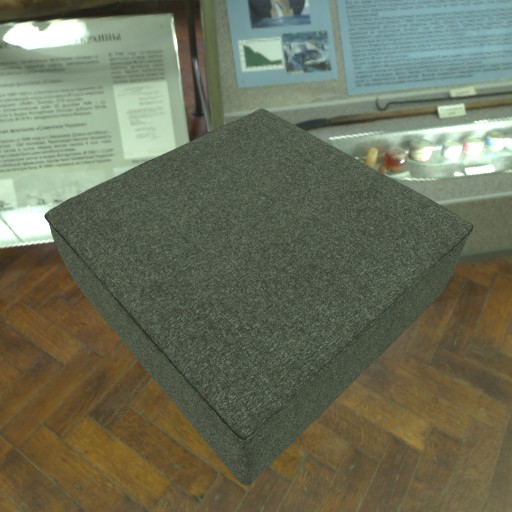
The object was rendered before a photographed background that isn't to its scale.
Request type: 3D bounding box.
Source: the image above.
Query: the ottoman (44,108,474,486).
[{"bbox_3d":[0.000,0.000,1.552,1.017,0.423,1.021,-34,56,-27],"label":"ottoman"}]
